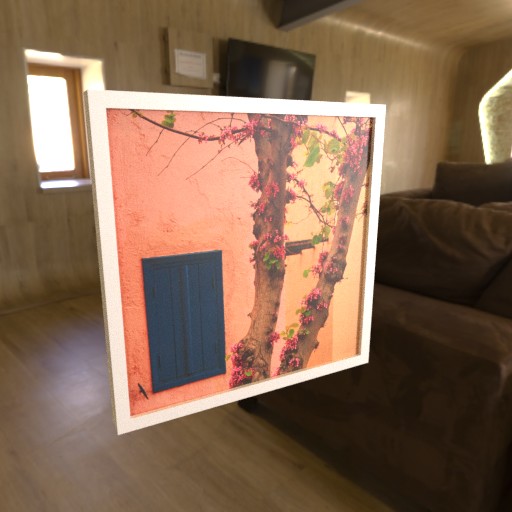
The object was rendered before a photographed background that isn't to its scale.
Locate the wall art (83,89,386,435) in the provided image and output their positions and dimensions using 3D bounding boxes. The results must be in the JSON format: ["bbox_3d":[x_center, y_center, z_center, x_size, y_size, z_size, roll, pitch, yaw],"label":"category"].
[{"bbox_3d":[0.000,0.000,0.760,0.507,0.508,0.038,-7,16,-27],"label":"wall art"}]
